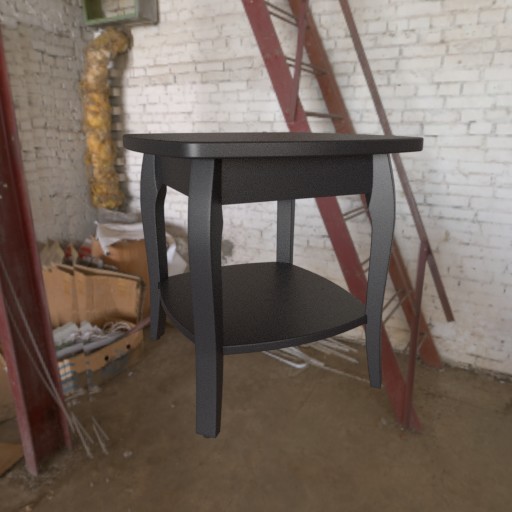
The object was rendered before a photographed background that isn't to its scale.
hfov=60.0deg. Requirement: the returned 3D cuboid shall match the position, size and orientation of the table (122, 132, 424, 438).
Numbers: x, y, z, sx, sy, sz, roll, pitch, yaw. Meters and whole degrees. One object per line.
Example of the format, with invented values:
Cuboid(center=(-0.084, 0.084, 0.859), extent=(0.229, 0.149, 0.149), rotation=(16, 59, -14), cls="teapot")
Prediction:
Cuboid(center=(0.000, 0.000, 0.870), extent=(0.457, 0.457, 0.508), rotation=(-8, 18, -24), cls="table")
